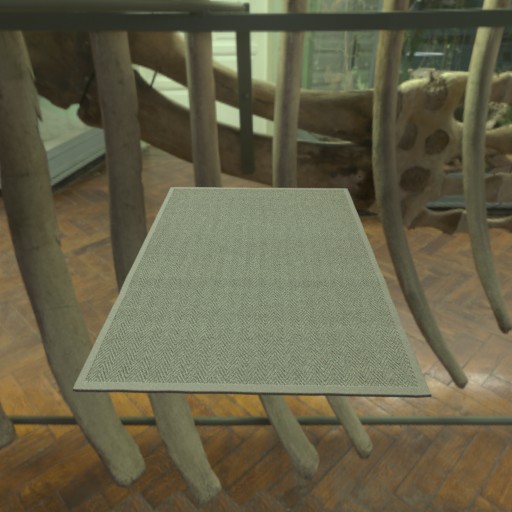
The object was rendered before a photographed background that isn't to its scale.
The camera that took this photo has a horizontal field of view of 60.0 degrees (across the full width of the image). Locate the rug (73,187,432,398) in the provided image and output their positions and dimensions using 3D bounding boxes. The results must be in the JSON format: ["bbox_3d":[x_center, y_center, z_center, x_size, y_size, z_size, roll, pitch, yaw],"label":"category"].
[{"bbox_3d":[0.000,0.000,2.871,1.540,0.021,2.290,1,31,1],"label":"rug"}]
